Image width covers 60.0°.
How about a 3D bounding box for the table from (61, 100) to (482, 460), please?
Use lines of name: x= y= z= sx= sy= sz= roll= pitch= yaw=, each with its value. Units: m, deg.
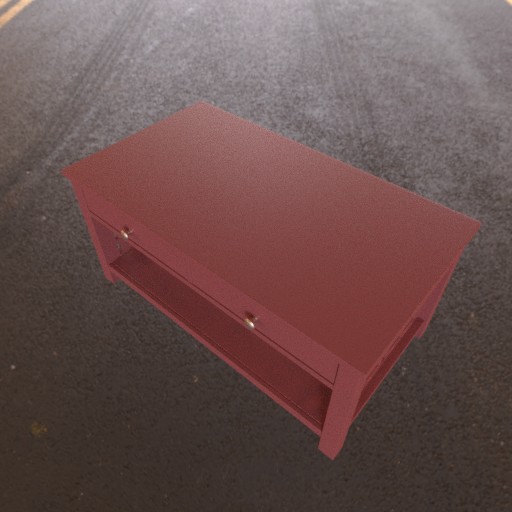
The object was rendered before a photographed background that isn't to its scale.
table: x=0.000 y=0.000 z=1.441 sx=1.068 sy=0.493 sz=0.612 roll=32 pitch=53 yaw=27
